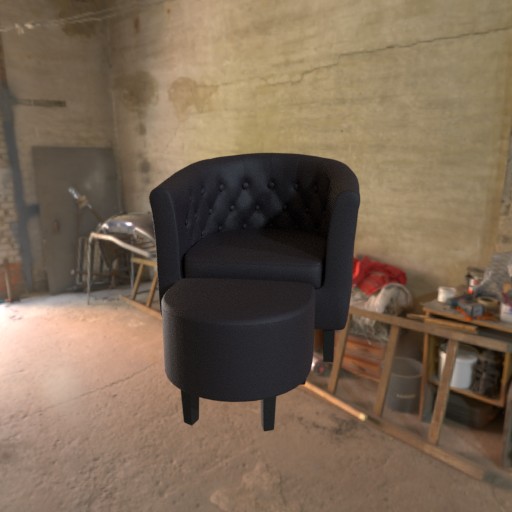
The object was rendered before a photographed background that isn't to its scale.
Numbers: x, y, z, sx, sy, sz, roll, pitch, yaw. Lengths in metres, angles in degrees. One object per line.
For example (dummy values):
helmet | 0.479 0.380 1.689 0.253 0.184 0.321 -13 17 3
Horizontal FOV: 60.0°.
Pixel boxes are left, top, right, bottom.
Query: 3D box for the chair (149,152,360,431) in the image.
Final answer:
chair | 0.000 0.000 1.686 0.763 0.760 1.191 2 14 8
